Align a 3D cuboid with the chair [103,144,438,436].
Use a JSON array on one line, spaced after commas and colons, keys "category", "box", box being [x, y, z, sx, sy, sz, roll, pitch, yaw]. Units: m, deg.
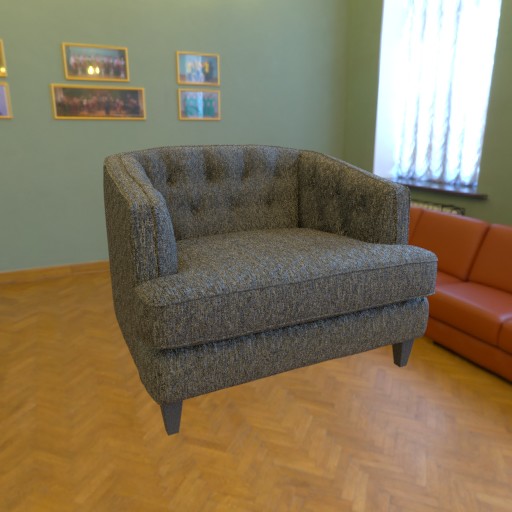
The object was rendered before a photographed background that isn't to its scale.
[{"category": "chair", "box": [0.000, 0.000, 1.782, 1.104, 0.852, 0.941, -7, 17, -25]}]
